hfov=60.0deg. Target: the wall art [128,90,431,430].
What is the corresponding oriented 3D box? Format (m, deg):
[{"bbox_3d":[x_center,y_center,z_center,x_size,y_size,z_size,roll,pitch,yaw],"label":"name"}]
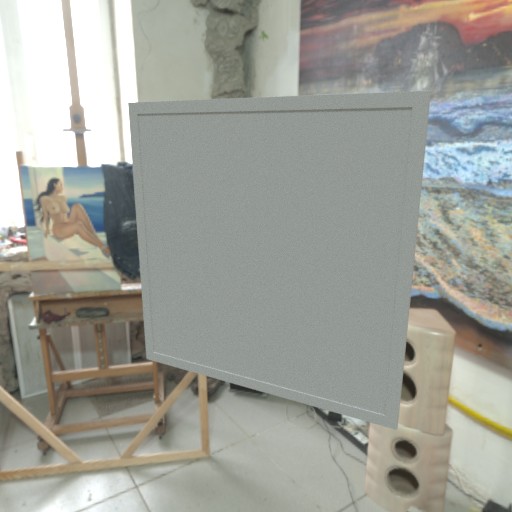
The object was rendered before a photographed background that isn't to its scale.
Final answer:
[{"bbox_3d":[0.000,0.000,0.979,0.660,0.660,0.015,8,17,26],"label":"wall art"}]
